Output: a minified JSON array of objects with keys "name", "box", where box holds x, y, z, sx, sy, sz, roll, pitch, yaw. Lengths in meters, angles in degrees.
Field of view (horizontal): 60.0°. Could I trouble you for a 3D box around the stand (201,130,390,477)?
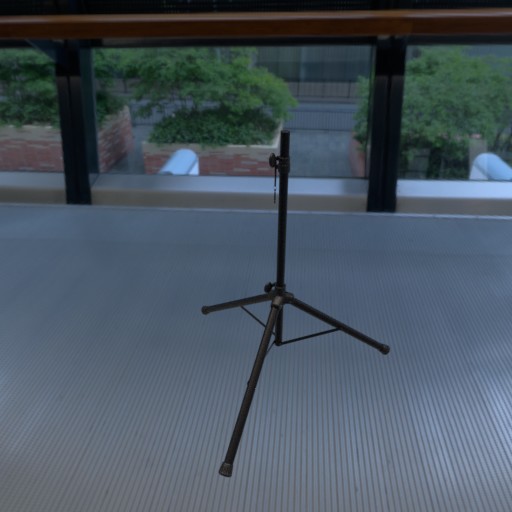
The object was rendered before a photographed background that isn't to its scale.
[{"name":"stand","box":[0.000,0.000,1.917,1.045,1.136,0.907,-23,37,-33]}]
